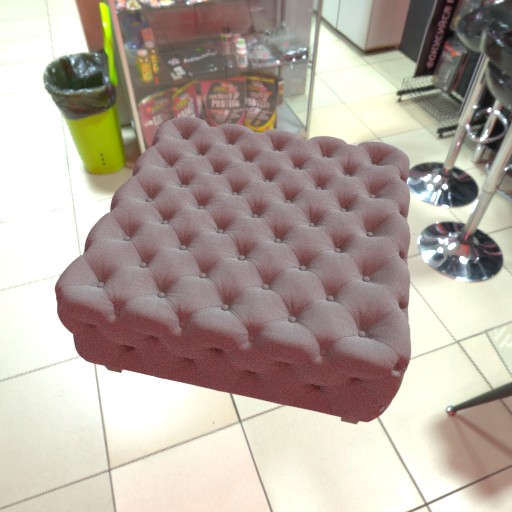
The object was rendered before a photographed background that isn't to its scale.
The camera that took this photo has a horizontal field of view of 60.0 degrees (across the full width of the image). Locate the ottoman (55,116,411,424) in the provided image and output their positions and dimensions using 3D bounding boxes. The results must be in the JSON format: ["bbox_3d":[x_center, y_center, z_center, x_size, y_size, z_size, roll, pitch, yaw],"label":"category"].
[{"bbox_3d":[0.000,0.000,1.447,0.917,0.439,0.911,10,49,8],"label":"ottoman"}]
